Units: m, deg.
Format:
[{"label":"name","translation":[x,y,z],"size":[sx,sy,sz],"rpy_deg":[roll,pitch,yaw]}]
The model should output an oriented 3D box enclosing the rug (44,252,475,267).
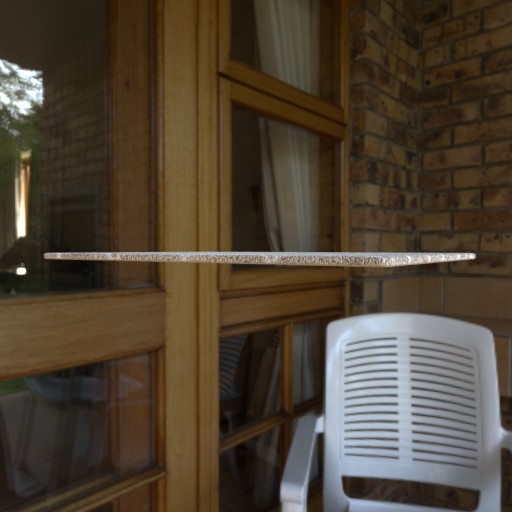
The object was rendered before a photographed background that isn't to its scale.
[{"label":"rug","translation":[0.000,0.000,2.203],"size":[1.778,0.030,1.219],"rpy_deg":[1,1,36]}]
